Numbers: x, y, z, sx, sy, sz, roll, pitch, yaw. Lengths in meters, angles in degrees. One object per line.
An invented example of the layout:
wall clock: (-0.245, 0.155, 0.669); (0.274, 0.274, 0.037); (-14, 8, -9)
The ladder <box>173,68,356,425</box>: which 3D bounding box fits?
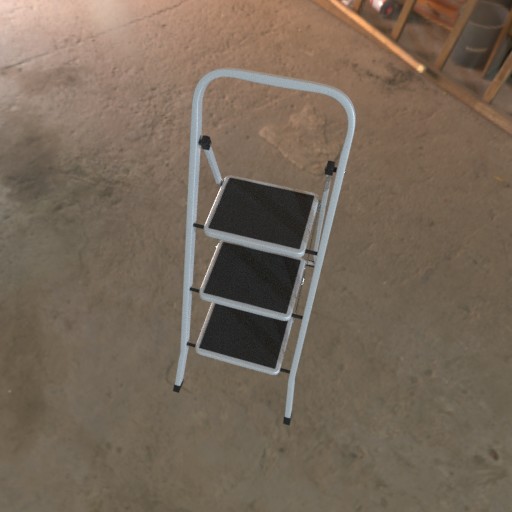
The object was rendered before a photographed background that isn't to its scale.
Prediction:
ladder: (0.000, 0.000, 1.404); (0.460, 1.050, 0.711); (13, 58, 8)
